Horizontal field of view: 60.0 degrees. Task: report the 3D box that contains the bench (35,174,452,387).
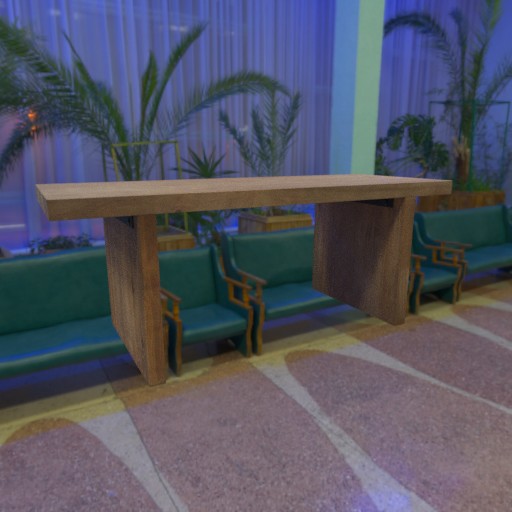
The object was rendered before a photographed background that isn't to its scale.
[{"bbox_3d":[0.000,0.000,1.394,1.183,0.458,0.458,-7,15,-28],"label":"bench"}]
